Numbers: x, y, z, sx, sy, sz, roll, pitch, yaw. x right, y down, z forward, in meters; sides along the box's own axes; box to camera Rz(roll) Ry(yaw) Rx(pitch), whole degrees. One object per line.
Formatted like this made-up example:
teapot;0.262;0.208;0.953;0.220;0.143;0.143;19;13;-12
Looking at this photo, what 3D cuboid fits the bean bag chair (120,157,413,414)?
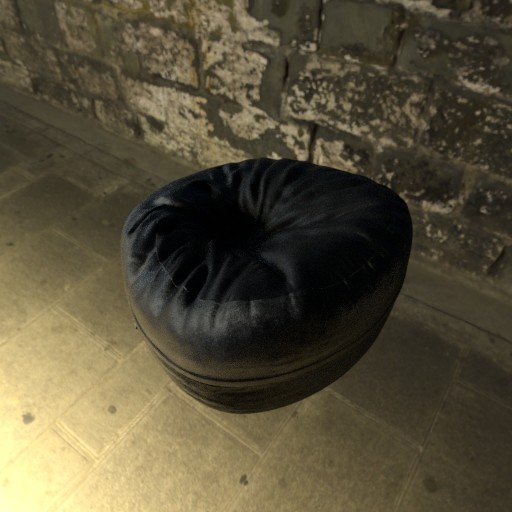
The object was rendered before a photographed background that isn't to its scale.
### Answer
bean bag chair;0.000;0.000;2.445;1.524;0.878;1.524;-31;53;-27
